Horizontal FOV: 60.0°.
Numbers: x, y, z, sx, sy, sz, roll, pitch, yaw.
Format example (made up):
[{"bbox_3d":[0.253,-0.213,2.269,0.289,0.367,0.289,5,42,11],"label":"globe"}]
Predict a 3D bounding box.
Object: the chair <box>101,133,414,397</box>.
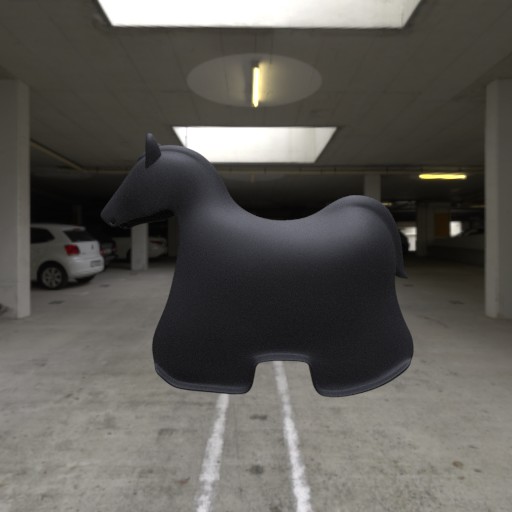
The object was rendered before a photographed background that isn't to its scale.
[{"bbox_3d":[0.000,0.000,1.160,0.800,0.612,0.429,0,0,-1],"label":"chair"}]
